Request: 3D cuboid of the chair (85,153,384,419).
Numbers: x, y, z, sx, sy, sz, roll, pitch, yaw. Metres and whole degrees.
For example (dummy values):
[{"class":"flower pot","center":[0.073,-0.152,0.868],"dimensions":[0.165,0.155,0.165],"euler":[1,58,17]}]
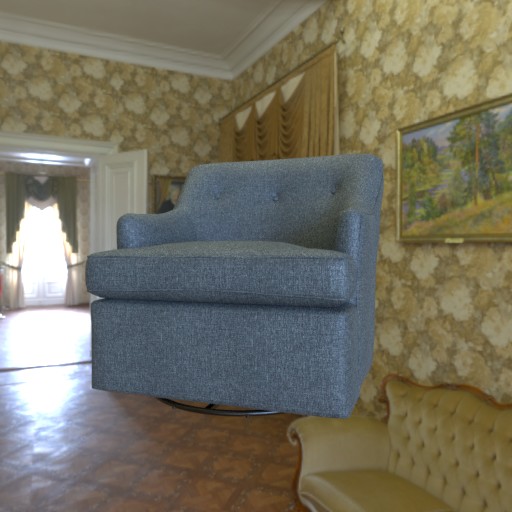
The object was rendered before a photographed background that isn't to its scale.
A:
[{"class":"chair","center":[0.000,0.000,1.601],"dimensions":[0.864,0.856,0.923],"euler":[0,1,18]}]
